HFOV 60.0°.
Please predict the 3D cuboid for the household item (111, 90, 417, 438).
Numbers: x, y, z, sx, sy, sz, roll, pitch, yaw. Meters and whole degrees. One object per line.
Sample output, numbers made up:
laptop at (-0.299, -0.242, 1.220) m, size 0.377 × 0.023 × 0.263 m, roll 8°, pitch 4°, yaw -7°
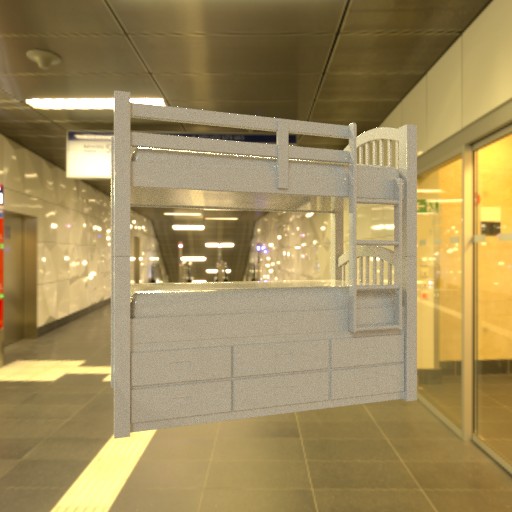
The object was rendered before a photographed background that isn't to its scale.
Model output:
household item at (0.000, 0.000, 3.294) m, size 2.032 × 2.032 × 1.143 m, roll 0°, pitch 0°, yaw -19°
